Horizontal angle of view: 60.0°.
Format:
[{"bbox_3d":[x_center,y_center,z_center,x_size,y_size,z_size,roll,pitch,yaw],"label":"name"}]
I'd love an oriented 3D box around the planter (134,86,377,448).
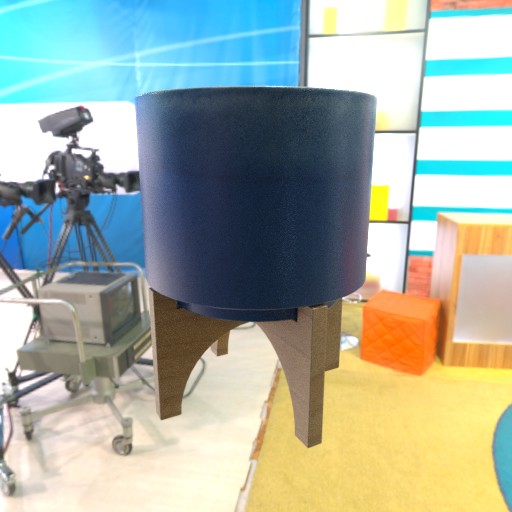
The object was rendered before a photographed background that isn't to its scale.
[{"bbox_3d":[0.000,0.000,0.395,0.192,0.263,0.192,0,14,0],"label":"planter"}]
